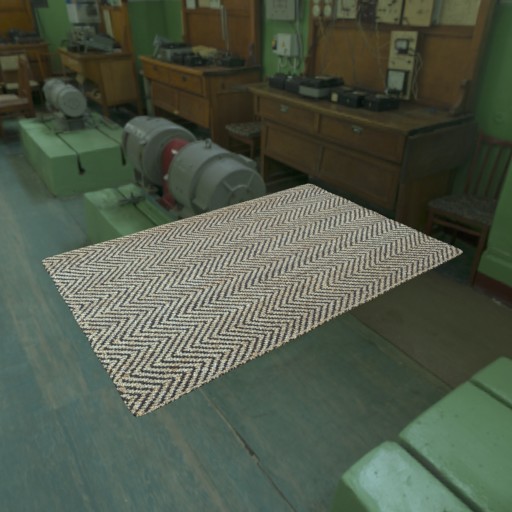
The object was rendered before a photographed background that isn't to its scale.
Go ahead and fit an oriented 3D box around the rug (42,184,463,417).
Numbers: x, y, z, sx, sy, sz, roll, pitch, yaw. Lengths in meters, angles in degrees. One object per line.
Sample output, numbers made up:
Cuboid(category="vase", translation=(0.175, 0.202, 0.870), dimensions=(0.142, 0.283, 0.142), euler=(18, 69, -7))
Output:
Cuboid(category="rug", translation=(0.000, 0.000, 2.291), dimensions=(1.828, 0.008, 1.219), euler=(-20, 36, -30))
